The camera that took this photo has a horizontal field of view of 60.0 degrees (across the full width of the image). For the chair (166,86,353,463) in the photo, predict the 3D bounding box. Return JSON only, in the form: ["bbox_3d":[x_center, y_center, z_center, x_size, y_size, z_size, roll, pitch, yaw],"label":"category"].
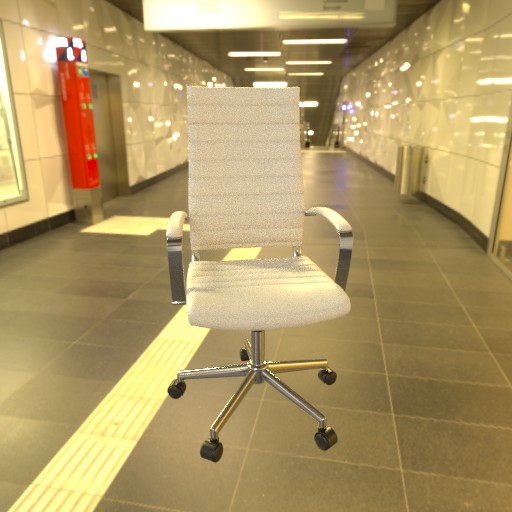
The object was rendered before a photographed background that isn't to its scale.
[{"bbox_3d":[0.000,0.000,1.554,0.679,1.149,0.679,-3,18,-8],"label":"chair"}]
